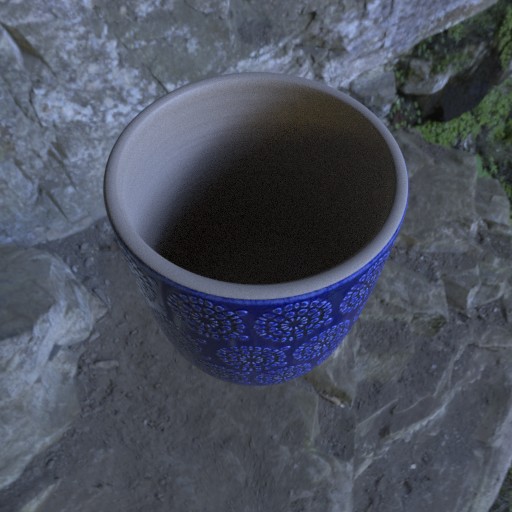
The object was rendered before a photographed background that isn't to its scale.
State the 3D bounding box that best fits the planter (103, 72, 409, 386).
[{"bbox_3d":[0.000,0.000,0.352,0.184,0.206,0.184,0,58,0],"label":"planter"}]
